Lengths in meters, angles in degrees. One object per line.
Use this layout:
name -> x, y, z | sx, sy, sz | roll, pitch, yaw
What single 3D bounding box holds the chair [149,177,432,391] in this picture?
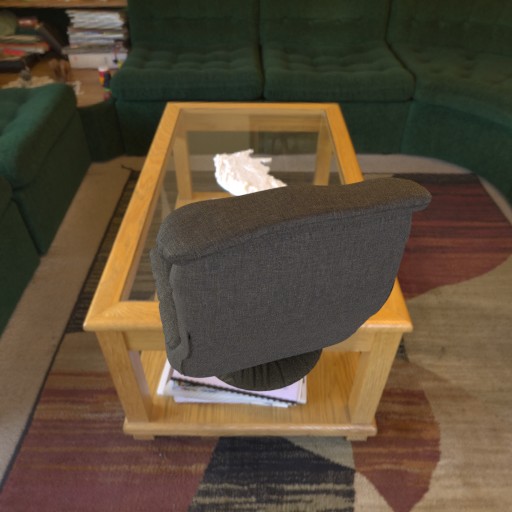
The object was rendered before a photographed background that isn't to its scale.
chair -> 0.000, 0.000, 1.262 | 0.597, 0.749, 0.668 | -12, 43, -13
